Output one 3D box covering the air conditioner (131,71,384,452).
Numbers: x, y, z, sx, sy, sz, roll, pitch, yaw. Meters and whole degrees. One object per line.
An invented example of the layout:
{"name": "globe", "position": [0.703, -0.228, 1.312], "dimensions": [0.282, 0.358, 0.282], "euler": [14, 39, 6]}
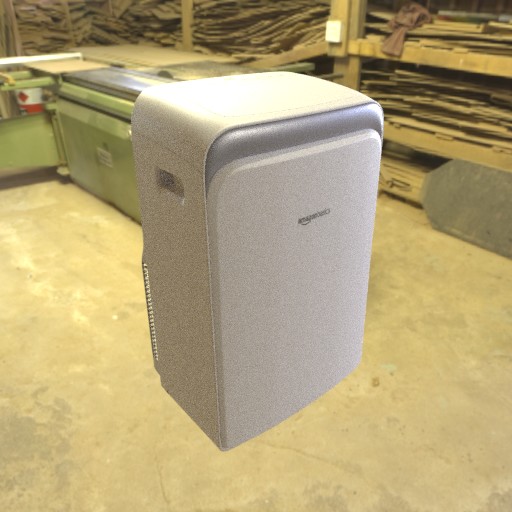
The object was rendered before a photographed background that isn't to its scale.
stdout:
{"name": "air conditioner", "position": [0.000, 0.000, 0.960], "dimensions": [0.454, 0.700, 0.365], "euler": [-21, 36, -32]}
